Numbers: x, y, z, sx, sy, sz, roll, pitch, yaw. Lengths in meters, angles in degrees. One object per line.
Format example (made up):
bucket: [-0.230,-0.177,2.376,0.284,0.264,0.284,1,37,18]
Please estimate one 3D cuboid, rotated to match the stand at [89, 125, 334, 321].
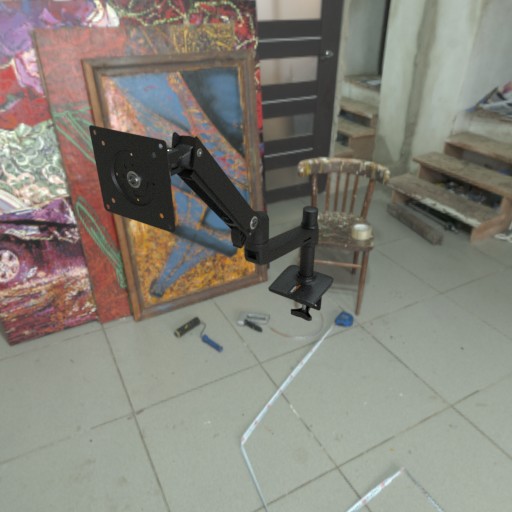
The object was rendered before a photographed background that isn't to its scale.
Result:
stand: [0.000,0.000,1.013,0.152,0.713,0.650,18,35,27]
